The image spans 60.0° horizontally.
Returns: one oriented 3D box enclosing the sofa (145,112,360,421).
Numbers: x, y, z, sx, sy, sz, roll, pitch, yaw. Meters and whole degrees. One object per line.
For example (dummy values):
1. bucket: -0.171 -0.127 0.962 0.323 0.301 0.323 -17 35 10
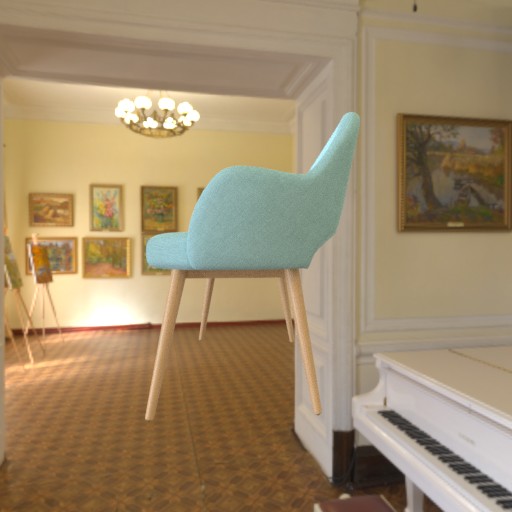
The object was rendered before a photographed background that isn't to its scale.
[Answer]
1. sofa: 0.000 0.000 1.647 0.610 0.840 1.150 0 1 0
